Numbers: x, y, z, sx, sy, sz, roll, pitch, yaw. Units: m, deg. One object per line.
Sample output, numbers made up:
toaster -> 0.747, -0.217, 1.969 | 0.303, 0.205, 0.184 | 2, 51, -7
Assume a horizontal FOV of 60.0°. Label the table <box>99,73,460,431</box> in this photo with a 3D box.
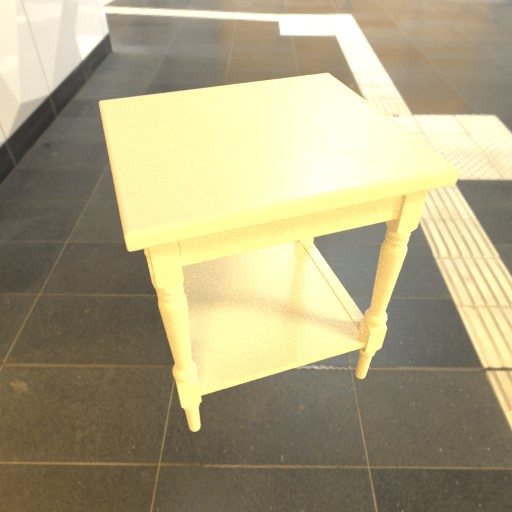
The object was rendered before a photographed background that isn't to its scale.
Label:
table -> 0.000, 0.000, 0.936 | 0.488, 0.565, 0.442 | -13, 43, -14
